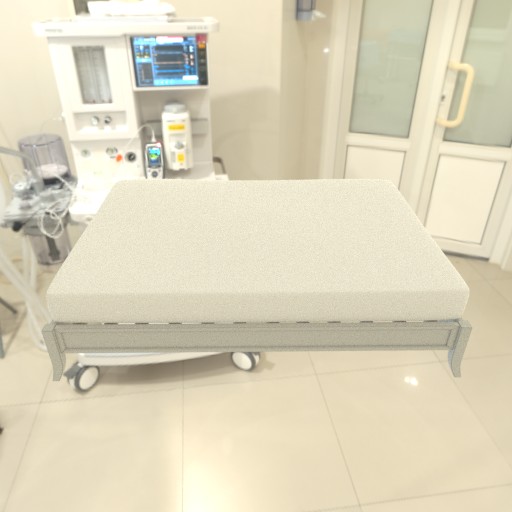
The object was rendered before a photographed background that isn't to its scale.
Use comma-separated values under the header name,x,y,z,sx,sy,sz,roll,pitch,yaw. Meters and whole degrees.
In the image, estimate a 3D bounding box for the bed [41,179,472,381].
name,x,y,z,sx,sy,sz,roll,pitch,yaw
bed,0.000,0.000,2.642,1.985,0.510,1.460,0,32,-1
